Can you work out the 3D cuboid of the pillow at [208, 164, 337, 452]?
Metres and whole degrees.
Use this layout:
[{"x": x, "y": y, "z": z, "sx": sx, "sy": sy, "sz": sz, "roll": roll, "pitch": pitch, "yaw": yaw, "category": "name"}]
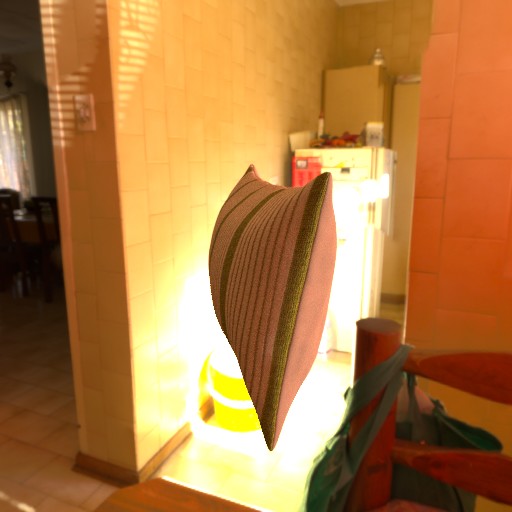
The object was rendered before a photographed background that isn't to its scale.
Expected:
[{"x": 0.000, "y": 0.000, "z": 0.727, "sx": 0.156, "sy": 0.292, "sz": 0.608, "roll": -2, "pitch": 12, "yaw": -7, "category": "pillow"}]
